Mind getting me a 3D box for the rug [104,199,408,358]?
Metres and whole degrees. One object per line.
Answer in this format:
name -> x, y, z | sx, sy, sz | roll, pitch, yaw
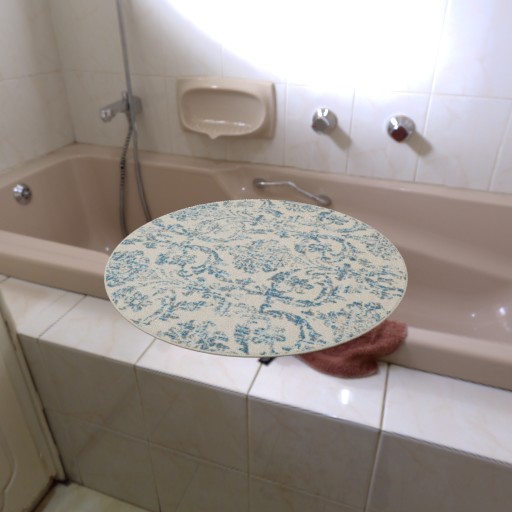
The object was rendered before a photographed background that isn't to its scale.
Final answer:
rug -> 0.000, 0.000, 2.425 | 1.593, 0.012, 1.593 | 0, 30, 0
